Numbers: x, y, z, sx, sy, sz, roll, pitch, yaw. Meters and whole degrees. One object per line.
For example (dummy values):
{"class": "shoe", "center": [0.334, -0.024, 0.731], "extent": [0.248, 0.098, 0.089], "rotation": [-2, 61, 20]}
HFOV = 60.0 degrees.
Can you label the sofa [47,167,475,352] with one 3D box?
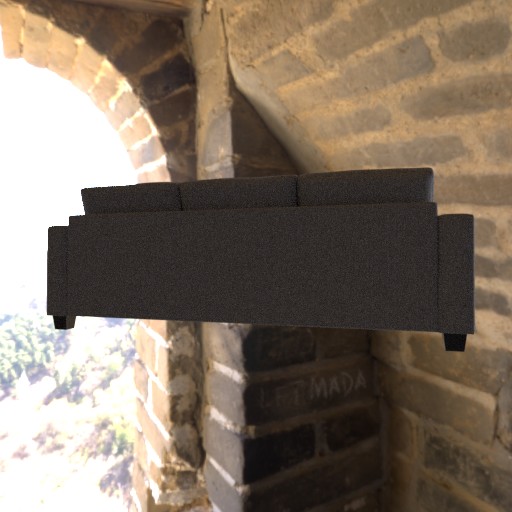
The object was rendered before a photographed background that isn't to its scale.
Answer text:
{"class": "sofa", "center": [0.000, 0.000, 2.508], "extent": [2.120, 0.800, 0.900], "rotation": [0, -1, 17]}
